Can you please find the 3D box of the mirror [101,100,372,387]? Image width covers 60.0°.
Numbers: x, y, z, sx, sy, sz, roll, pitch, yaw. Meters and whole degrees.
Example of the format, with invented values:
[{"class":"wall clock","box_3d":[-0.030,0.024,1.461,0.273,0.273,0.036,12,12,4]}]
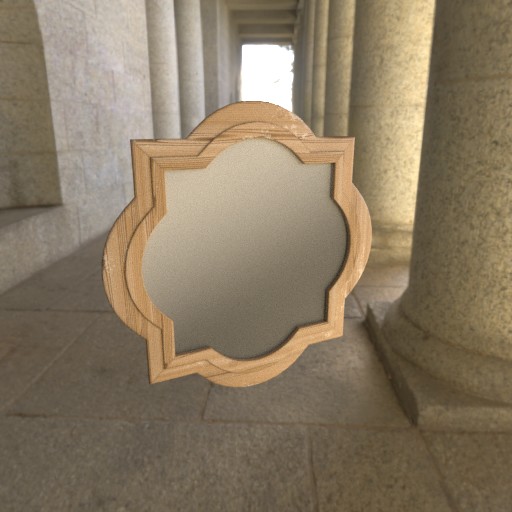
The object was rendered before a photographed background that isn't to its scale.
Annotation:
[{"class":"mirror","box_3d":[0.000,0.000,1.059,0.686,0.686,0.019,-8,18,-25]}]
